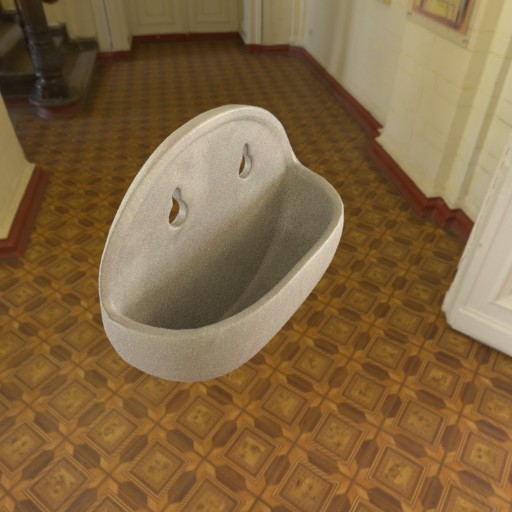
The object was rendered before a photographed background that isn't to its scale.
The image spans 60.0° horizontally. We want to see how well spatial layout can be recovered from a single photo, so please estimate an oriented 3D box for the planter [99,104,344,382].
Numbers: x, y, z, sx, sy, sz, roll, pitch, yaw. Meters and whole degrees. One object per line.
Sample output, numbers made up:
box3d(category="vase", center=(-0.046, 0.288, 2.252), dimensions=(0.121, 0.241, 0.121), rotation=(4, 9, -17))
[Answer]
box3d(category="planter", center=(0.000, 0.000, 0.273), dimensions=(0.073, 0.164, 0.190), rotation=(24, 45, 26))
